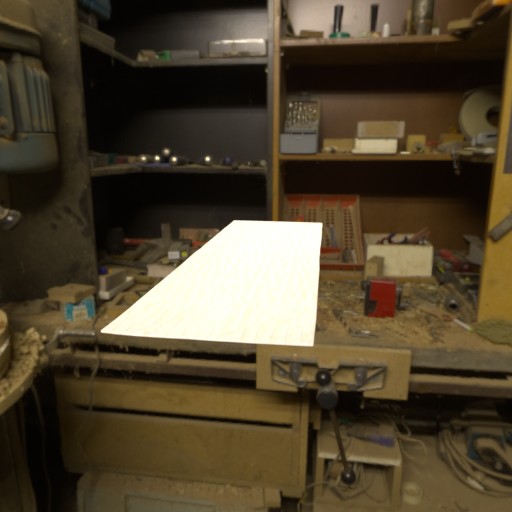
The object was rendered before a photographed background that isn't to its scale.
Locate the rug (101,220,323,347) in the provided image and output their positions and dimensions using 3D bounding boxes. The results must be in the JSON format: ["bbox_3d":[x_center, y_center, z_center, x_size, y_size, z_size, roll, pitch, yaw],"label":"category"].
[{"bbox_3d":[0.000,0.000,2.745,0.793,0.014,2.450,2,14,9],"label":"rug"}]
